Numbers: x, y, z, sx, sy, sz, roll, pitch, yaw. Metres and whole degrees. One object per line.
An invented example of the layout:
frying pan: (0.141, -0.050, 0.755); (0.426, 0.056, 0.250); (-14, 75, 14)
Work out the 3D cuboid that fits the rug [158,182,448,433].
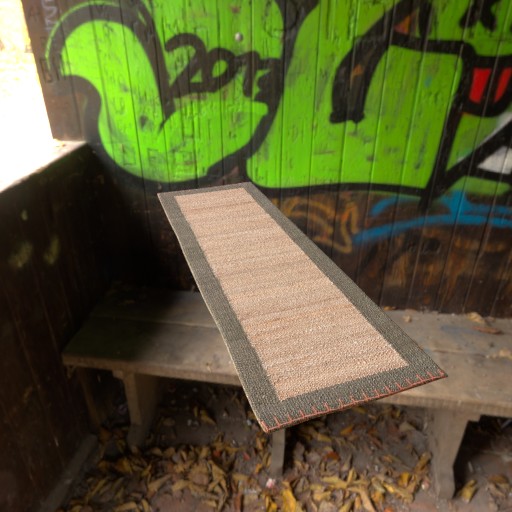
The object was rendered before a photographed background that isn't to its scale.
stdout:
rug: (0.000, 0.000, 2.672); (0.810, 0.016, 2.413); (-10, 31, -17)
